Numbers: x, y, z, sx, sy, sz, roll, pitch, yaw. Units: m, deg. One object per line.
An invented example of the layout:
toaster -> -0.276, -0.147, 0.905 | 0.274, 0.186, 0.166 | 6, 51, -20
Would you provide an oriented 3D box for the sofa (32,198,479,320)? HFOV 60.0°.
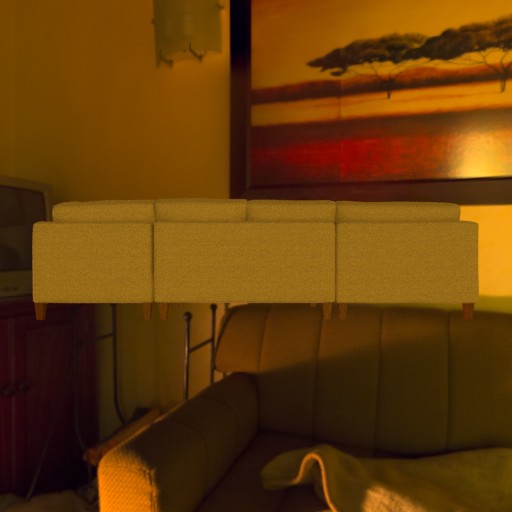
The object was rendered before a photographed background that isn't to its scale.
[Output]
sofa -> 0.000, 0.000, 4.653 | 3.460, 0.961, 2.594 | 0, 0, 0
